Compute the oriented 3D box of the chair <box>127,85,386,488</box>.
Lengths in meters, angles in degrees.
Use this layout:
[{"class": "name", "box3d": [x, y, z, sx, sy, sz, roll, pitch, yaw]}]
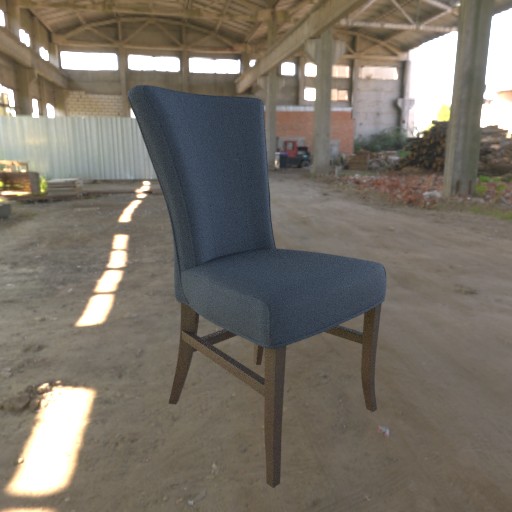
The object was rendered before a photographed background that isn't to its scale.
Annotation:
[{"class": "chair", "box3d": [0.000, 0.000, 1.358, 0.520, 0.991, 0.660, -13, 18, -43]}]
